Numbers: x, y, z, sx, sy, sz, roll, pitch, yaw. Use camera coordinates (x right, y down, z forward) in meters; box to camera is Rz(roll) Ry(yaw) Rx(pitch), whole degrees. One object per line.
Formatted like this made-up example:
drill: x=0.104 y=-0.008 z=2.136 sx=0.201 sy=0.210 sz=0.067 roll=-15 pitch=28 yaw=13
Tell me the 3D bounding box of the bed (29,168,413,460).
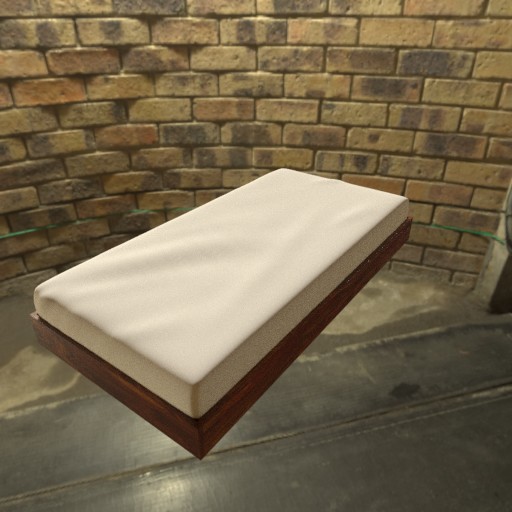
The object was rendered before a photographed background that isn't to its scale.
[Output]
bed: x=0.000 y=0.000 z=2.220 sx=0.940 sy=0.312 sz=1.860 roll=20 pitch=36 yaw=31
